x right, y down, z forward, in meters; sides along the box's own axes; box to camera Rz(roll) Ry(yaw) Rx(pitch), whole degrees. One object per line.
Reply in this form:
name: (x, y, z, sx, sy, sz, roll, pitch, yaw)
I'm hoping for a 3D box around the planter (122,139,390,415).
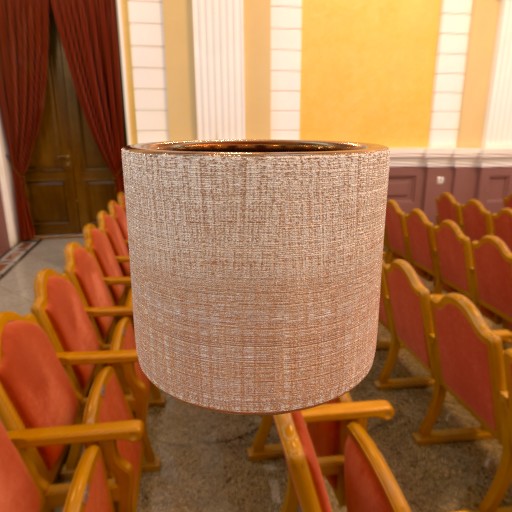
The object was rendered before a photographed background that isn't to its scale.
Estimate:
planter: (0.000, 0.000, 0.321, 0.177, 0.157, 0.177, 0, 17, 0)
